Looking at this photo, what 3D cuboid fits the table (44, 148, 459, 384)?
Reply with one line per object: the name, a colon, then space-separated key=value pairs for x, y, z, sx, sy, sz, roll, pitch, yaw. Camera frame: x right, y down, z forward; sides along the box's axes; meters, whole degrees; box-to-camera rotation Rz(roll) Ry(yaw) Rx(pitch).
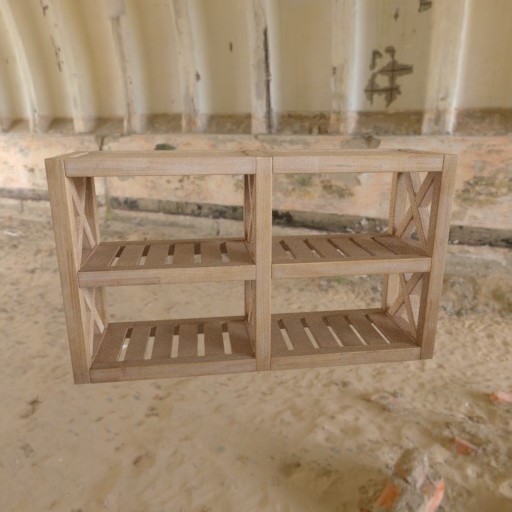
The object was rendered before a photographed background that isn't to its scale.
table: x=0.000 y=0.000 z=1.675 sx=1.320 sy=0.762 sz=0.381 roll=-2 pitch=17 yaw=-7
